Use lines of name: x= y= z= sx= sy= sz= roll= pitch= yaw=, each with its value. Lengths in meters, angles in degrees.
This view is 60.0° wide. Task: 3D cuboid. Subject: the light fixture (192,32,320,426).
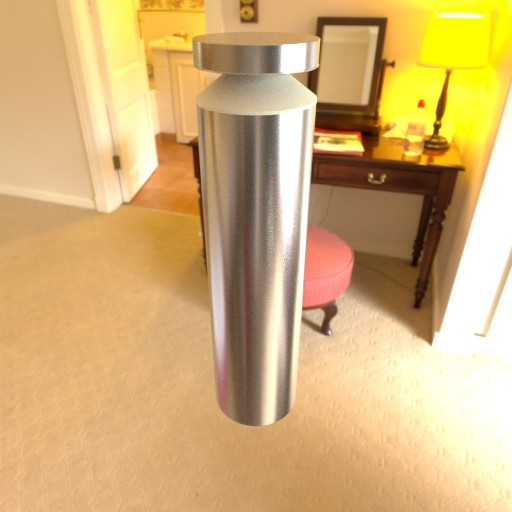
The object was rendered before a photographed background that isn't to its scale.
light fixture: x=0.000 y=0.000 z=0.451 sx=0.102 sy=0.400 sz=0.102 roll=-11 pitch=33 yaw=-17
